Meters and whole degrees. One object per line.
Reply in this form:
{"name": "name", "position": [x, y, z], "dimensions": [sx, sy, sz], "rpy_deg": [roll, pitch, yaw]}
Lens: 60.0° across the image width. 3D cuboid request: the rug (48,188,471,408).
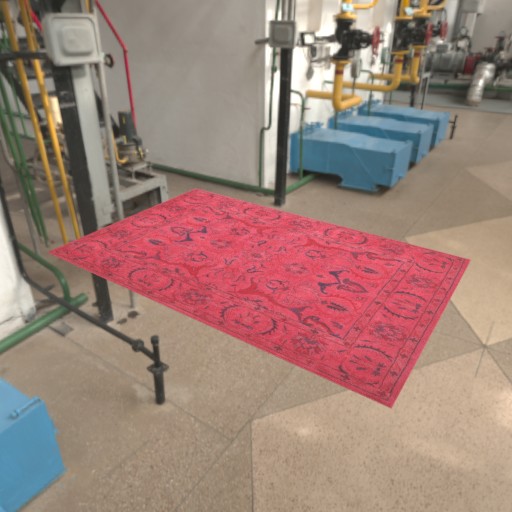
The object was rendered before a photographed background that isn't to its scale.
{"name": "rug", "position": [0.000, 0.000, 2.999], "dimensions": [2.423, 0.010, 1.534], "rpy_deg": [18, 34, 30]}
